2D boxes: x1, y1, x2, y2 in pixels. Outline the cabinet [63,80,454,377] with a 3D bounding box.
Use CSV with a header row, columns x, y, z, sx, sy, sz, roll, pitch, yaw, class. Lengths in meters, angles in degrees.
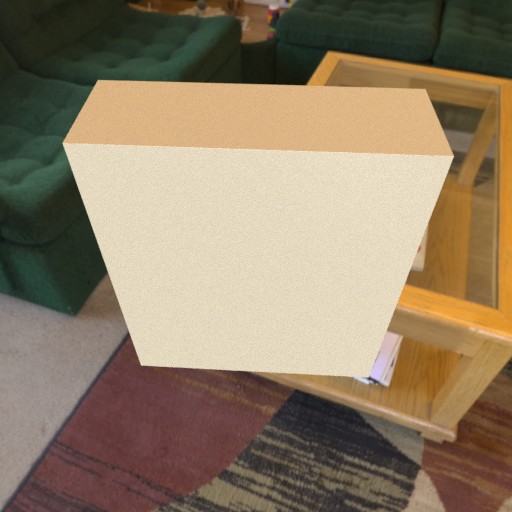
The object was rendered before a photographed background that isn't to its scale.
x,y,z,sx,sy,sz,roll,pitch,yaw,class
0.000,0.000,1.641,0.990,1.150,0.348,2,47,2,cabinet
